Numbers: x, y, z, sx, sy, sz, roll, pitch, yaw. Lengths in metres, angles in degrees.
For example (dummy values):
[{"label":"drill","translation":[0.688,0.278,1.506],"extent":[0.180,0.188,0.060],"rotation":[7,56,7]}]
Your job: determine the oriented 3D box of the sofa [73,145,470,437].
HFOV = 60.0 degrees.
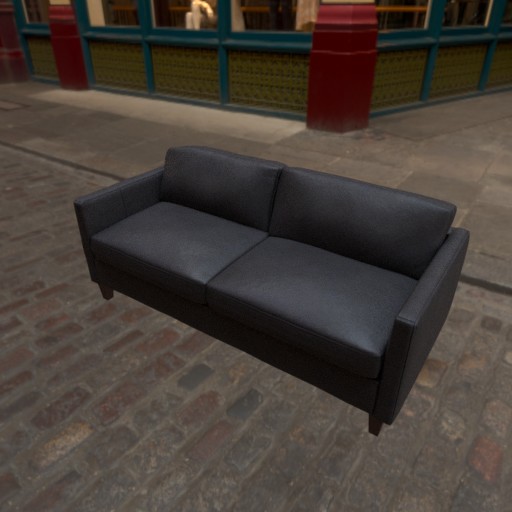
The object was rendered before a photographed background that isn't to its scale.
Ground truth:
[{"label":"sofa","translation":[0.000,0.000,2.454],"extent":[1.971,0.863,0.933],"rotation":[19,36,29]}]
